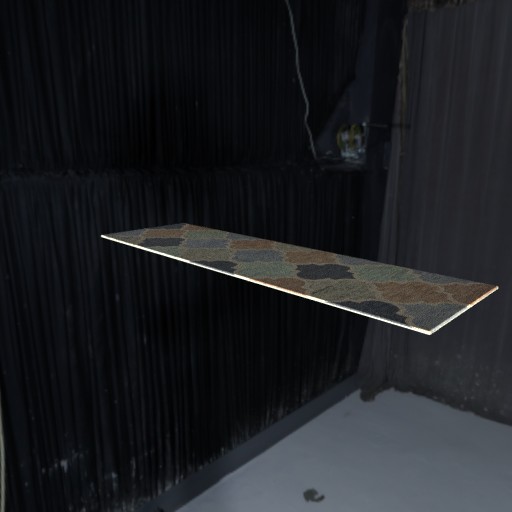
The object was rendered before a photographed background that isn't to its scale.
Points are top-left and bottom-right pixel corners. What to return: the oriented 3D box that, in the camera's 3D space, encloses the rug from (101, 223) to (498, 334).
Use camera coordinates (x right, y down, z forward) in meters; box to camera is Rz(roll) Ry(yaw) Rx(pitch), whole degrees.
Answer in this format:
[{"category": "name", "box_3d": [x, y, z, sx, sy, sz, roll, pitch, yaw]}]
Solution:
[{"category": "rug", "box_3d": [0.000, 0.000, 2.470, 2.287, 0.011, 0.687, 14, 19, 43]}]
